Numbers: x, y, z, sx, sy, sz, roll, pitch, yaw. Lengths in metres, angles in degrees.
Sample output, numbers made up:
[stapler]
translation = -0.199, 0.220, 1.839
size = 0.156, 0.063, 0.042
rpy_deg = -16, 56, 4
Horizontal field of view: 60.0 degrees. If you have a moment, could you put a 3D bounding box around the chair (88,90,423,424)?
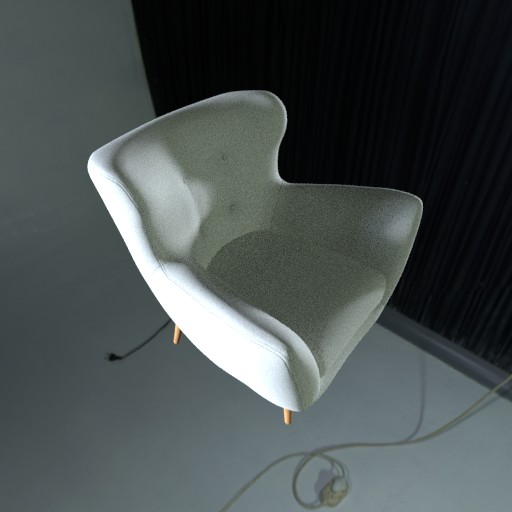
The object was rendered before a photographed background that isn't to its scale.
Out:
[chair]
translation = 0.000, 0.000, 1.613
size = 0.889, 0.889, 0.890
rpy_deg = 26, 46, 28
